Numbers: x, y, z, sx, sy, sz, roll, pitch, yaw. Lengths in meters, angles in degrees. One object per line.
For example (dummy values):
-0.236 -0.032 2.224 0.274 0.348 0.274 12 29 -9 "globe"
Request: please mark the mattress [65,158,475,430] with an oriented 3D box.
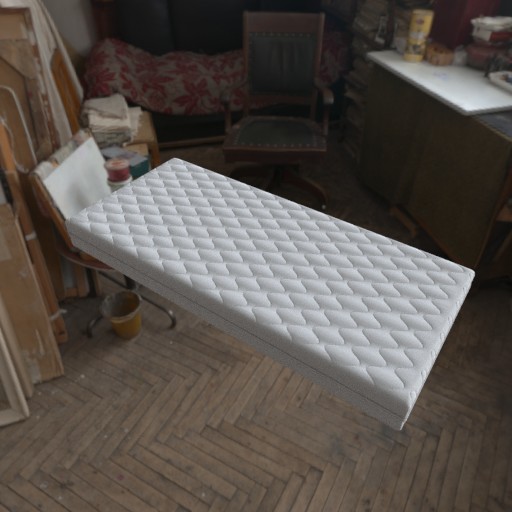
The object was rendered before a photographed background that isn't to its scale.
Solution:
0.000 0.000 2.368 2.000 0.200 0.900 25 46 26 "mattress"
